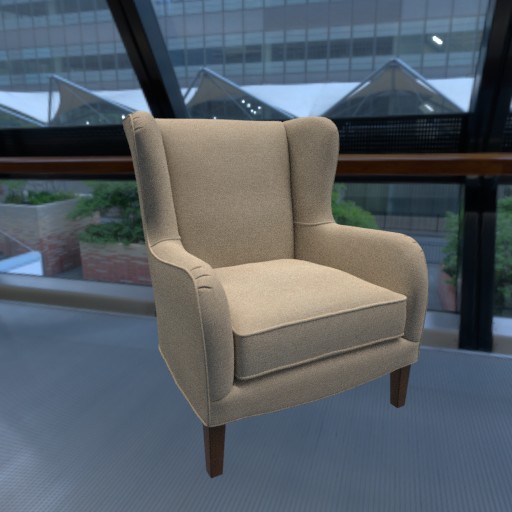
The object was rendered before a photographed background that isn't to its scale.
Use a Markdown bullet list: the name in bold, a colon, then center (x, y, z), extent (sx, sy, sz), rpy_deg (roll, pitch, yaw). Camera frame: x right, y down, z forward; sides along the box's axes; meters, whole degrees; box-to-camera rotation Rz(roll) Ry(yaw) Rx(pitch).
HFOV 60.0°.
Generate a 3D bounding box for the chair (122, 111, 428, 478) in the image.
- **chair**: center (0.000, 0.000, 1.675), extent (0.838, 1.040, 0.966), rpy_deg (-8, 16, -27)
